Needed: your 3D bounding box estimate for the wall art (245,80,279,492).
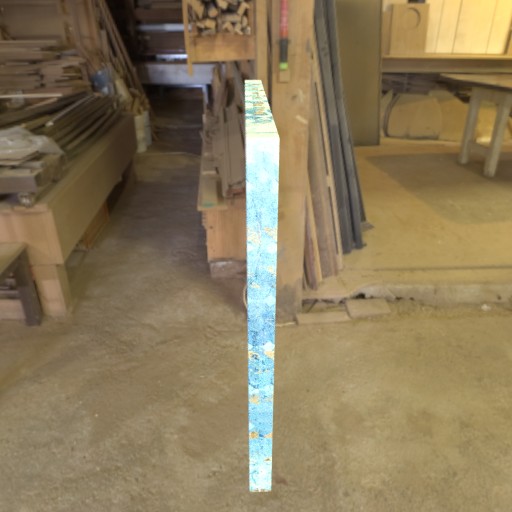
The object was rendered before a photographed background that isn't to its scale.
[{"bbox_3d":[0.000,0.000,0.901,0.040,0.609,0.609,-1,27,-1],"label":"wall art"}]
